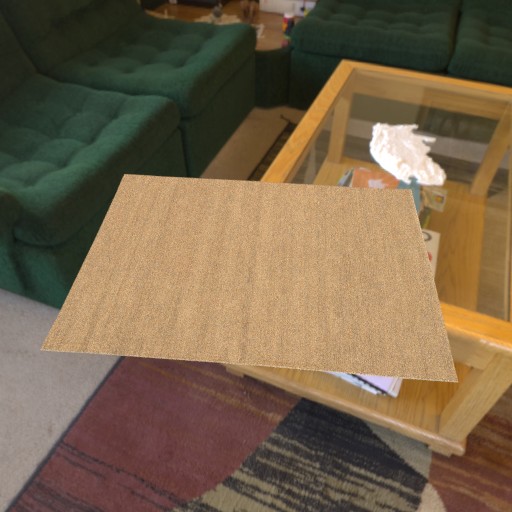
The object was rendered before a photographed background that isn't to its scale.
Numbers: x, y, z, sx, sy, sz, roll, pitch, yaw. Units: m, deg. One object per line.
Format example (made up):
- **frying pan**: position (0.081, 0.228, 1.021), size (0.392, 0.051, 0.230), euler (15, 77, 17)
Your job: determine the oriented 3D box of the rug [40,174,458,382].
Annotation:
- **rug**: position (0.000, 0.000, 2.923), size (2.264, 0.030, 1.624), euler (4, 46, 4)
